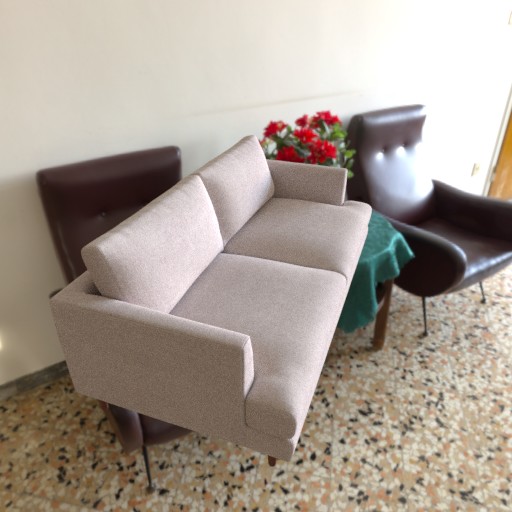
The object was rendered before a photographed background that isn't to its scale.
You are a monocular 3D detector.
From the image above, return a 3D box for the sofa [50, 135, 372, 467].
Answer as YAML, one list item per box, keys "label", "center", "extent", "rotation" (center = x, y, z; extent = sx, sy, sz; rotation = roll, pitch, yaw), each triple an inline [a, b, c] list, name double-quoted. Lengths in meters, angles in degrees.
- label: "sofa"
  center: [0.000, 0.000, 2.454]
  extent: [1.020, 0.868, 1.948]
  rotation: [11, 32, 18]
